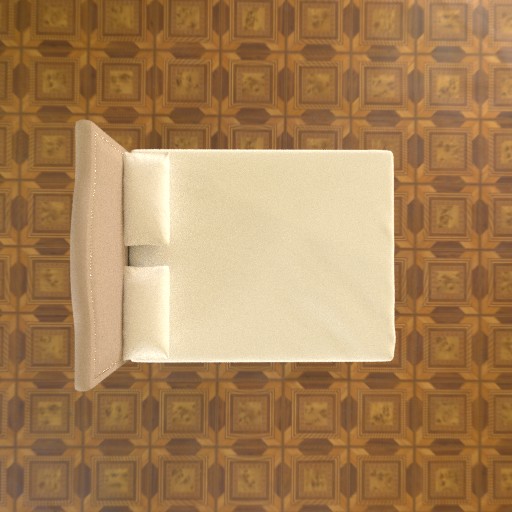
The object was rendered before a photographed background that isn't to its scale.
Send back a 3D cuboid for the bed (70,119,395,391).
[{"bbox_3d":[0.000,0.000,3.412,2.282,1.436,1.821,0,90,-1],"label":"bed"}]
